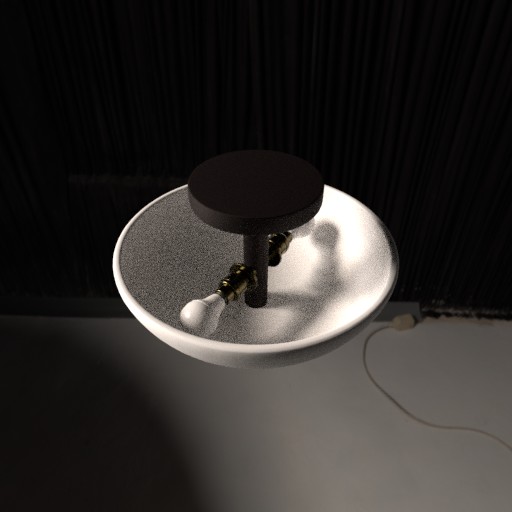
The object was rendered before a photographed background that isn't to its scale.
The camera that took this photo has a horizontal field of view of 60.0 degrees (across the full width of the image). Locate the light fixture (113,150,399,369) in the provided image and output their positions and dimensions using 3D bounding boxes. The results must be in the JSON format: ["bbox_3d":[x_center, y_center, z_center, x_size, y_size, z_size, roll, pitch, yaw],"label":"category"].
[{"bbox_3d":[0.000,0.000,0.541,0.331,0.212,0.331,0,39,0],"label":"light fixture"}]
